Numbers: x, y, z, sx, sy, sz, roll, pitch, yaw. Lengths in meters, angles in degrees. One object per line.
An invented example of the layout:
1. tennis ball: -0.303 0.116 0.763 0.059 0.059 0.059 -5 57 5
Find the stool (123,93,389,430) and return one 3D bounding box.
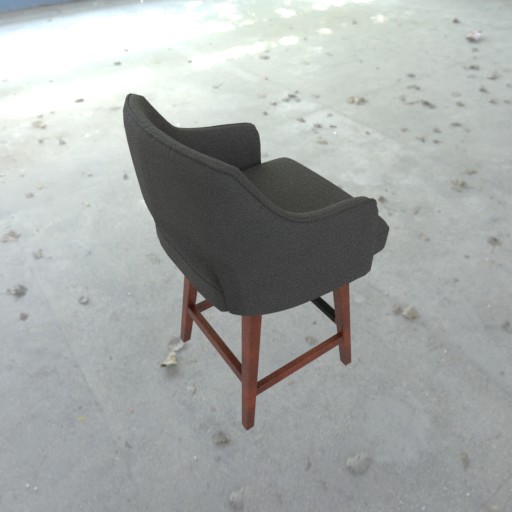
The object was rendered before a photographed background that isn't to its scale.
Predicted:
1. stool: 0.000 0.000 1.254 0.558 0.912 0.548 -25 47 -26
